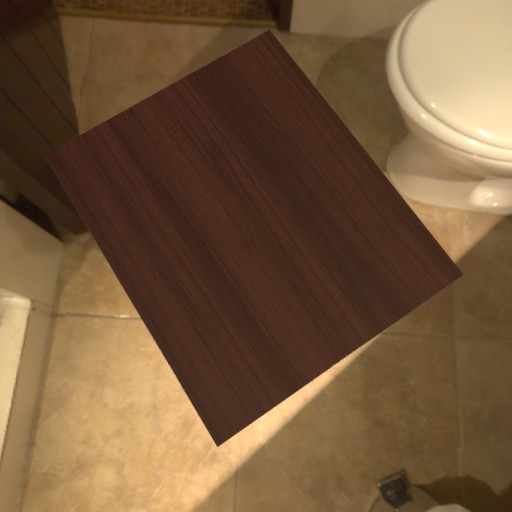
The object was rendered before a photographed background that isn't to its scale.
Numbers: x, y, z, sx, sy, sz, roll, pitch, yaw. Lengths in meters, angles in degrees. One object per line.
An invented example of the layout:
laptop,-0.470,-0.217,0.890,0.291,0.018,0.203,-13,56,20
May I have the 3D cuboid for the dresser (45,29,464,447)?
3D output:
dresser,0.000,0.000,0.756,0.360,0.470,0.400,-33,78,-8
